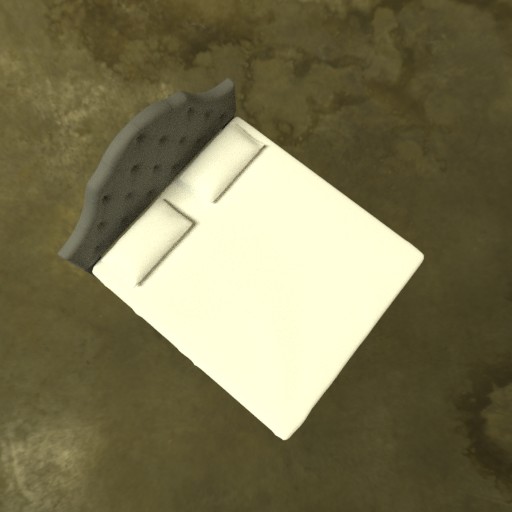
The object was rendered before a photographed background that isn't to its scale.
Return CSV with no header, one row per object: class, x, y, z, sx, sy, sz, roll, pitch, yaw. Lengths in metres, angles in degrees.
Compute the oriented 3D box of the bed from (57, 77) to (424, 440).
bed,0.000,0.000,3.543,2.214,1.615,2.008,39,79,9
